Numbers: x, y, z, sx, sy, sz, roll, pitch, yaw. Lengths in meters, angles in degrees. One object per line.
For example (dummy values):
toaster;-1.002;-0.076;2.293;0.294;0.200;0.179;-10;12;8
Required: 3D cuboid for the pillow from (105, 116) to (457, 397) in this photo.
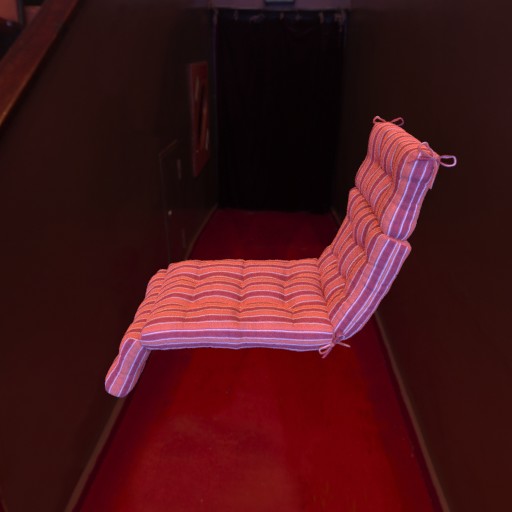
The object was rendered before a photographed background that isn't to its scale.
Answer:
pillow;0.000;0.000;1.508;1.016;0.863;0.526;1;26;1
